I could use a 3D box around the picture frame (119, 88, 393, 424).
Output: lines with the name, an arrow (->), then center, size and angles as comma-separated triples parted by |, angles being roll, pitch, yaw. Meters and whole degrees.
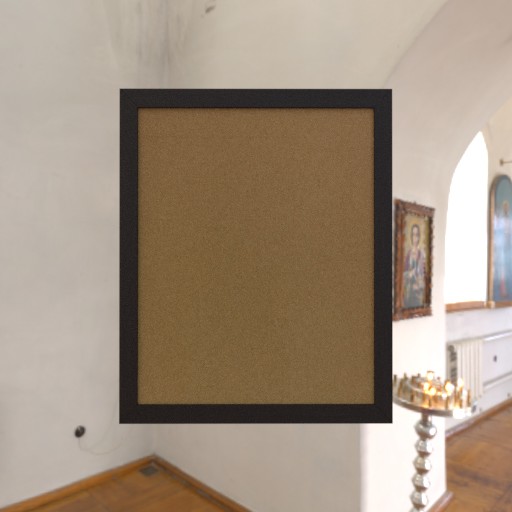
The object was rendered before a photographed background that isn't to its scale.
picture frame -> 0.000, 0.000, 0.757 | 0.452, 0.555, 0.044 | 0, 0, 0
